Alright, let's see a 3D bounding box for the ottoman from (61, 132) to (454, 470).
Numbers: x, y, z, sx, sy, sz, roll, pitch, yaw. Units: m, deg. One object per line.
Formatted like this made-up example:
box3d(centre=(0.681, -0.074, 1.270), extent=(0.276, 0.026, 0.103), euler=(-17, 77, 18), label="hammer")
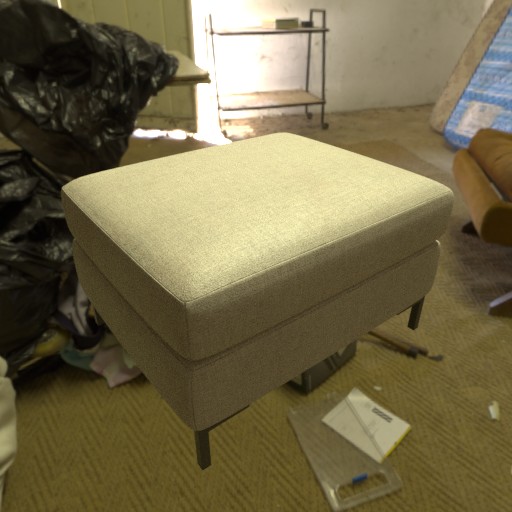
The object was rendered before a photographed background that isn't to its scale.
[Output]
box3d(centre=(0.000, 0.000, 1.224), extent=(0.820, 0.490, 0.671), euler=(-22, 37, -32), label="ottoman")
